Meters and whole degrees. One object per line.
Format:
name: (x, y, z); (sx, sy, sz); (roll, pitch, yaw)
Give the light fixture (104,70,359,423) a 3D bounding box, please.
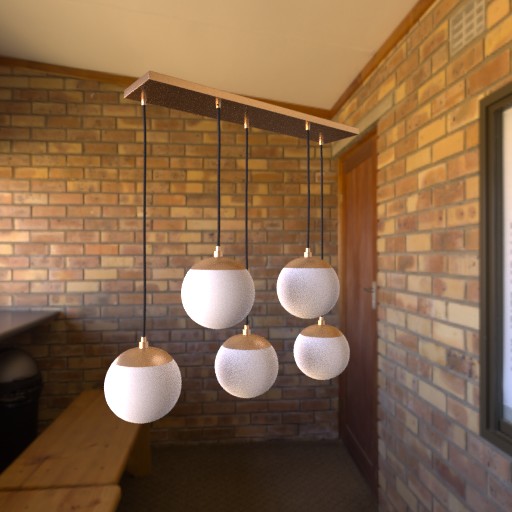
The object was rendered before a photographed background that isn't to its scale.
light fixture: (0.000, 0.000, 1.332); (0.863, 0.869, 0.299); (0, 0, -38)
